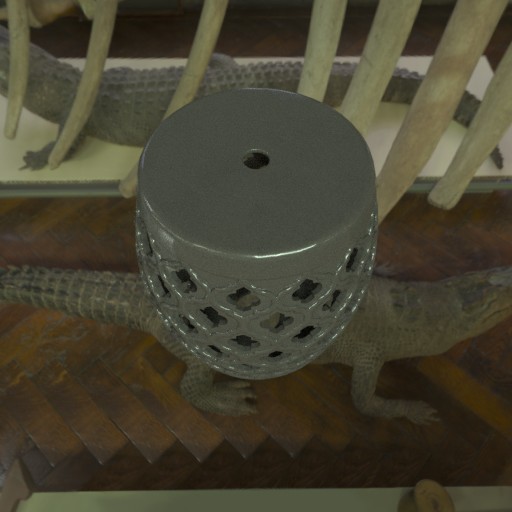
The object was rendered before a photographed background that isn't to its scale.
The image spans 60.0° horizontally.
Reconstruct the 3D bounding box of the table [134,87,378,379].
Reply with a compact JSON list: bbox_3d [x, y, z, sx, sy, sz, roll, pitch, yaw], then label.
[{"bbox_3d":[0.000,0.000,0.646,0.325,0.388,0.325,0,57,0],"label":"table"}]
